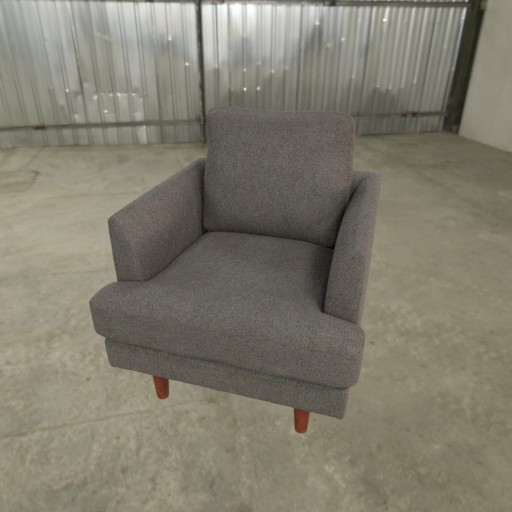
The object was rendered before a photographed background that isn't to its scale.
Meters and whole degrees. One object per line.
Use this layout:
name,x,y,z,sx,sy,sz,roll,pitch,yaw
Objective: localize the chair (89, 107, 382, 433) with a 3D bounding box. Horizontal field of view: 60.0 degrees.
chair,0.000,0.000,1.645,0.858,0.957,0.899,8,29,15
